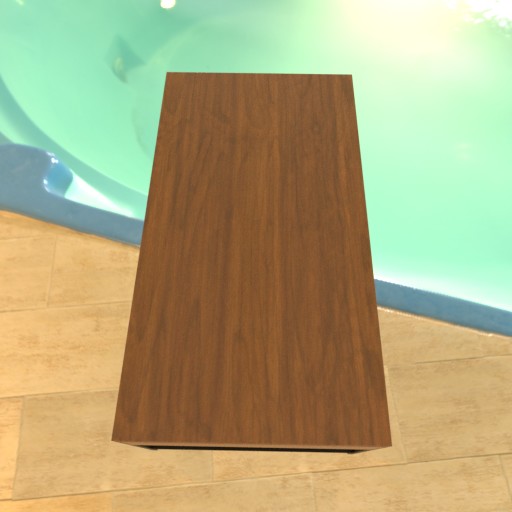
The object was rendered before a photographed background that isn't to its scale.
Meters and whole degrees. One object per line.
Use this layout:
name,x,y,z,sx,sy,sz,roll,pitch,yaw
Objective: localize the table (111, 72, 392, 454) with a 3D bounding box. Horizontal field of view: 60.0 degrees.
table,0.000,0.000,1.323,0.574,0.414,1.057,1,64,0
